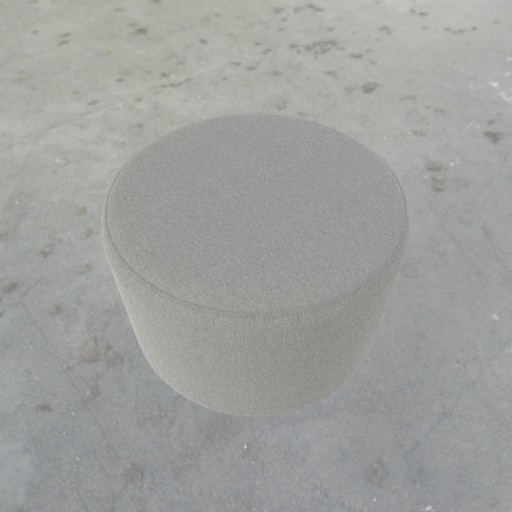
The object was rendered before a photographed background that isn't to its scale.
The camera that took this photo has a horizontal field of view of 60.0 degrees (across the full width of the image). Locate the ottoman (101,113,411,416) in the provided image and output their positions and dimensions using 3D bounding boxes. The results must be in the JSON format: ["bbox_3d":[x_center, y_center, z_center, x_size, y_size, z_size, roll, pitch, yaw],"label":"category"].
[{"bbox_3d":[0.000,0.000,1.005,0.608,0.433,0.608,0,48,0],"label":"ottoman"}]
